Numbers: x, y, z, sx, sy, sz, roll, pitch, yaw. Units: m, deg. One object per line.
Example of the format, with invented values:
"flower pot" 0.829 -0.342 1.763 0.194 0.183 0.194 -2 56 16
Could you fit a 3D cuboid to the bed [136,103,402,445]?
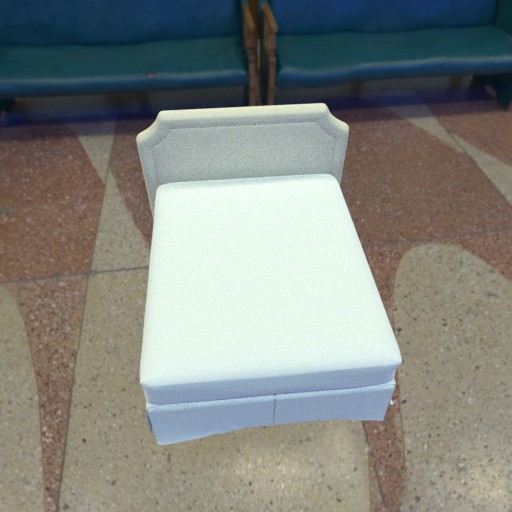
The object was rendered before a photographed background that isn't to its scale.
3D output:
"bed" 0.000 0.000 3.364 1.827 1.296 2.209 -4 47 -4
